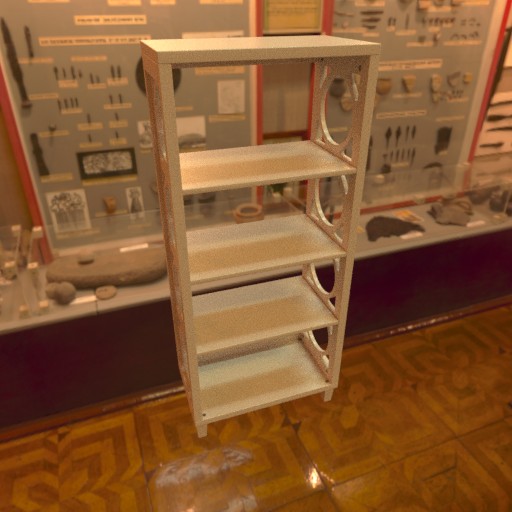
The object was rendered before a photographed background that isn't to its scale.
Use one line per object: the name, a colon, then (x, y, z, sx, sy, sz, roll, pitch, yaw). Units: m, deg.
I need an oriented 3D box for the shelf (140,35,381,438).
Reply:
shelf: (0.000, 0.000, 1.616, 0.611, 1.411, 0.340, -10, 32, -17)
